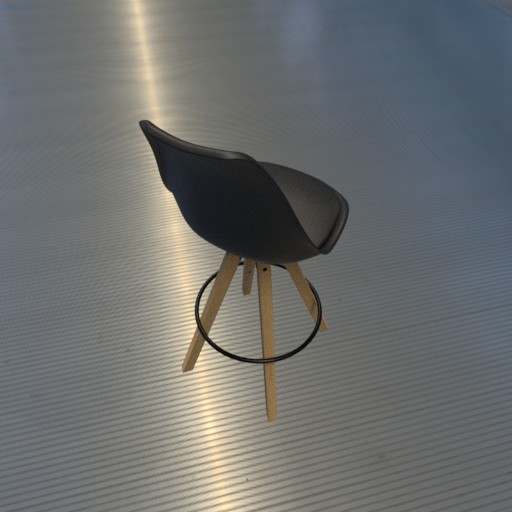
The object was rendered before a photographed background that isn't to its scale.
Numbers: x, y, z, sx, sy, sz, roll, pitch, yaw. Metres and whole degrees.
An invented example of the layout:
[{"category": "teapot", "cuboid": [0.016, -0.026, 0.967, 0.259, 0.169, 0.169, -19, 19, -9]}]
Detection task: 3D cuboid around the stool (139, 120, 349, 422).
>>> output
[{"category": "stool", "cuboid": [0.000, 0.000, 1.381, 0.485, 1.115, 0.550, 24, 51, 20]}]
